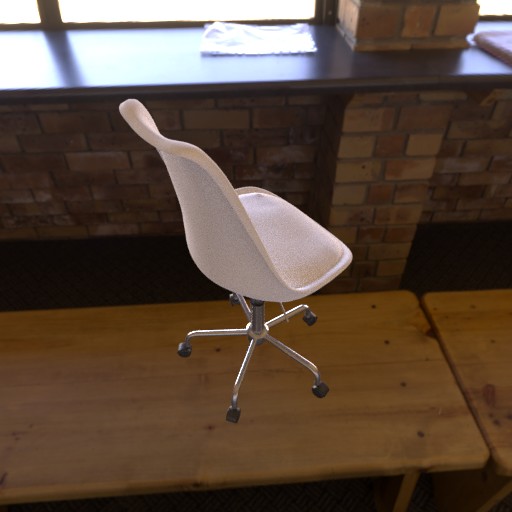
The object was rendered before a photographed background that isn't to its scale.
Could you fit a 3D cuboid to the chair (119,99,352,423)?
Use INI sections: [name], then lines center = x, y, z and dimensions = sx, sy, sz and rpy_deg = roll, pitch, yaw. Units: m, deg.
[chair]
center = 0.000, 0.000, 1.265
dimensions = 0.550, 0.930, 0.550
rpy_deg = -25, 47, -26
